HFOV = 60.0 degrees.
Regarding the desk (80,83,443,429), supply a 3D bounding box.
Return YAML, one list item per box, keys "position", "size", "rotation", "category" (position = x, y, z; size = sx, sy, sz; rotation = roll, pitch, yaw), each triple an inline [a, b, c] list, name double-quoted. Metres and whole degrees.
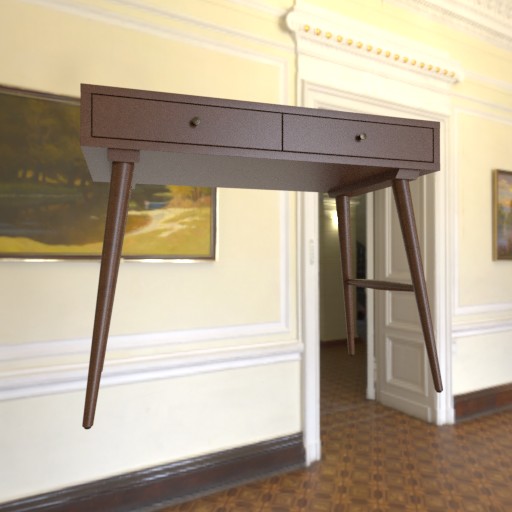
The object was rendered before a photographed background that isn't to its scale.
- position: [0.000, 0.000, 1.333]
  size: [0.949, 0.758, 0.510]
  rotation: [0, -1, -17]
  category: "desk"
